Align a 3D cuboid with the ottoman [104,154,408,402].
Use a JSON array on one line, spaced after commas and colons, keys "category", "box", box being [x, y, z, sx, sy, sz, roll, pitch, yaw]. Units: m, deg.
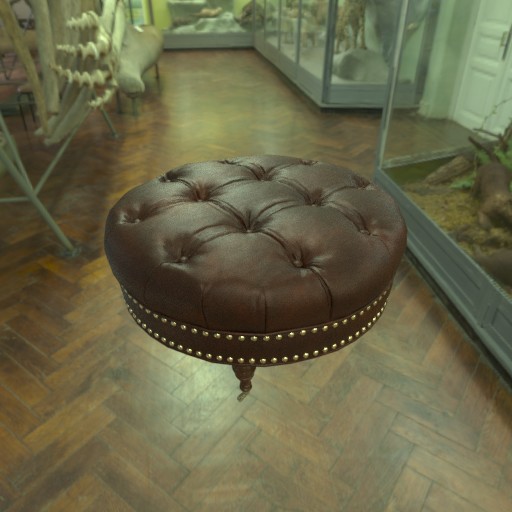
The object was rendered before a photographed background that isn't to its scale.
[{"category": "ottoman", "box": [0.000, 0.000, 1.423, 0.901, 0.455, 0.901, 0, 33, 0]}]
